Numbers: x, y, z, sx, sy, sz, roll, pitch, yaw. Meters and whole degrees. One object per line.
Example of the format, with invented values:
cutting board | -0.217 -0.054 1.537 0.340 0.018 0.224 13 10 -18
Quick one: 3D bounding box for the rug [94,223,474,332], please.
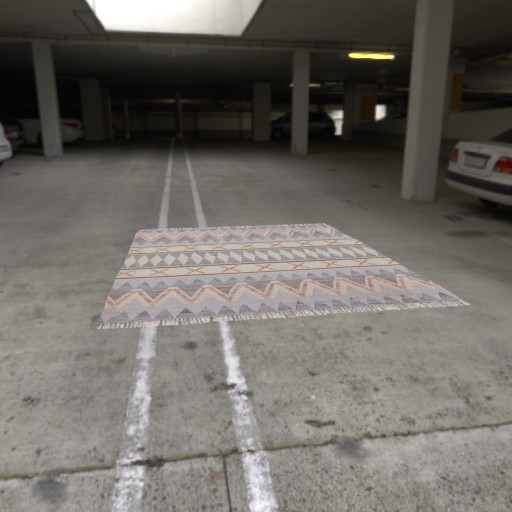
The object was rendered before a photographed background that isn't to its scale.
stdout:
rug | 0.000 0.000 4.088 2.371 0.012 3.000 -3 15 -10
